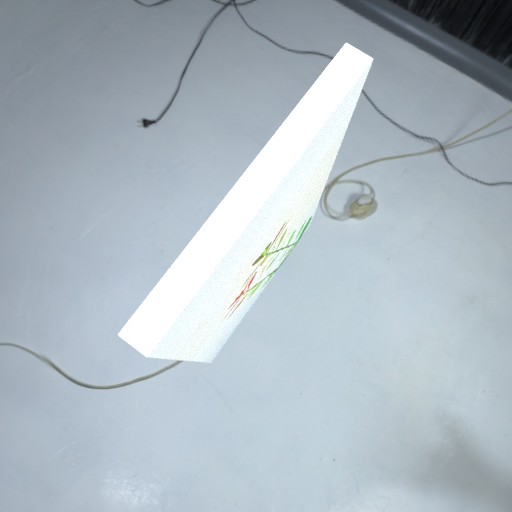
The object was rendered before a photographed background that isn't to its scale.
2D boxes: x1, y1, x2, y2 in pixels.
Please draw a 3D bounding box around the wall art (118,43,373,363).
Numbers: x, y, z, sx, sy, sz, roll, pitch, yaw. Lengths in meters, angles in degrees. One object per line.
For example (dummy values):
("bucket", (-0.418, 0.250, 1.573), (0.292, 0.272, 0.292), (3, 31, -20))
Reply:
("wall art", (0.000, 0.000, 0.763), (0.038, 0.611, 0.408), (35, 79, 8))
